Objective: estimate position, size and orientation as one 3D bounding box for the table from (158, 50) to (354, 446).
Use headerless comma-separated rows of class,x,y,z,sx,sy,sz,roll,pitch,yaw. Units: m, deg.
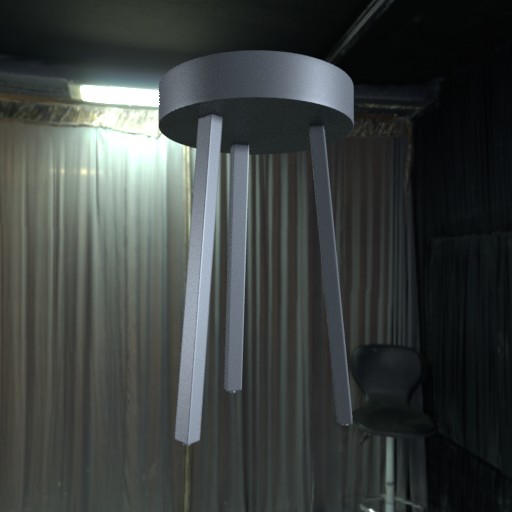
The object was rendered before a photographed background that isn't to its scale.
table,0.000,0.000,0.943,0.406,0.686,0.406,0,0,-17
